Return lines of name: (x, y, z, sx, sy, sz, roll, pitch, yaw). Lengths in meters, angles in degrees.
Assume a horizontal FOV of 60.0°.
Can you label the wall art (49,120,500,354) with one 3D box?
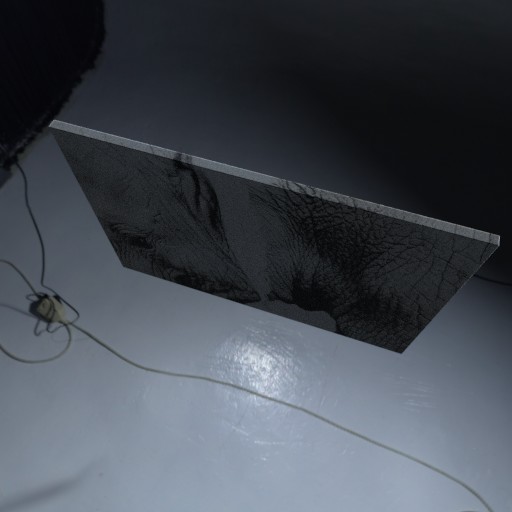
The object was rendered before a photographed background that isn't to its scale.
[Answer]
wall art: (0.000, 0.000, 1.124, 0.914, 0.607, 0.023, 16, 61, 9)
